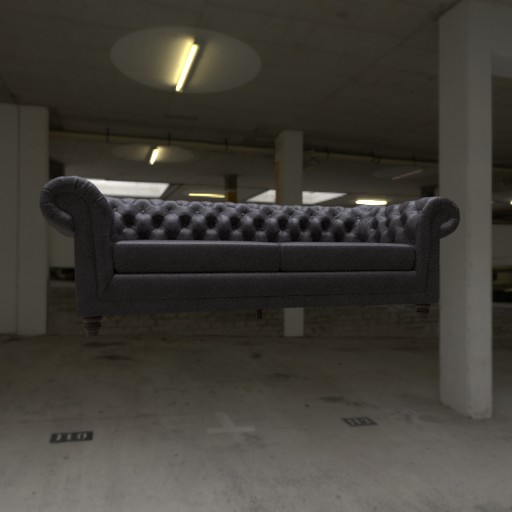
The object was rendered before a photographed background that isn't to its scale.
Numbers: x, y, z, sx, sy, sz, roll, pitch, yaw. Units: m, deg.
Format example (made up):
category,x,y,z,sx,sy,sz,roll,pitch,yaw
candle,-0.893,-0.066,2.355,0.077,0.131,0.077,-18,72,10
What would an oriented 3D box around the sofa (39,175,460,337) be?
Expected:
category,x,y,z,sx,sy,sz,roll,pitch,yaw
sofa,0.000,0.000,2.805,2.385,0.783,0.944,0,0,-18
